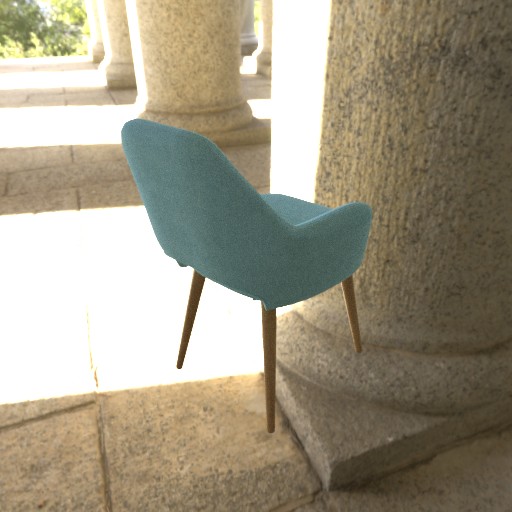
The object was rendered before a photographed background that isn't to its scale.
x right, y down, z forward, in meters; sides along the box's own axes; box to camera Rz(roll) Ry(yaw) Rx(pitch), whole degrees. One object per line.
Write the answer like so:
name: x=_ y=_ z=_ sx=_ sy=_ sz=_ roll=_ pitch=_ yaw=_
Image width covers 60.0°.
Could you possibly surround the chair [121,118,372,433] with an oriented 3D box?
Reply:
chair: x=0.000 y=0.000 z=1.239 sx=0.590 sy=0.840 sz=0.610 roll=23 pitch=38 yaw=33
